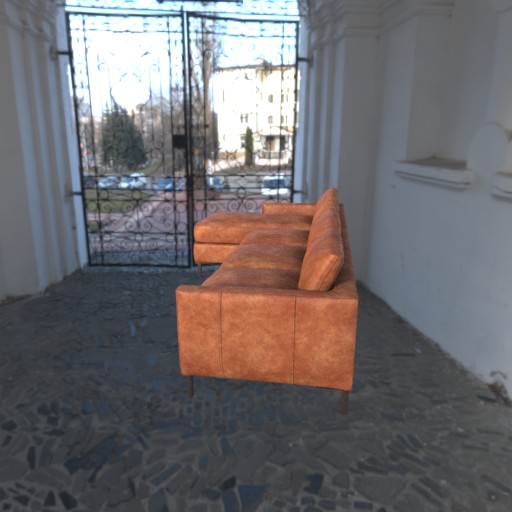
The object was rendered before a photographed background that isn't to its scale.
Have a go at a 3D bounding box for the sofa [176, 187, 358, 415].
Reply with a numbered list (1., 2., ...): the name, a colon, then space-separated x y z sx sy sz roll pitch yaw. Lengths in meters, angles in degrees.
1. sofa: 0.000 0.000 3.637 1.471 0.859 2.993 3 16 9
